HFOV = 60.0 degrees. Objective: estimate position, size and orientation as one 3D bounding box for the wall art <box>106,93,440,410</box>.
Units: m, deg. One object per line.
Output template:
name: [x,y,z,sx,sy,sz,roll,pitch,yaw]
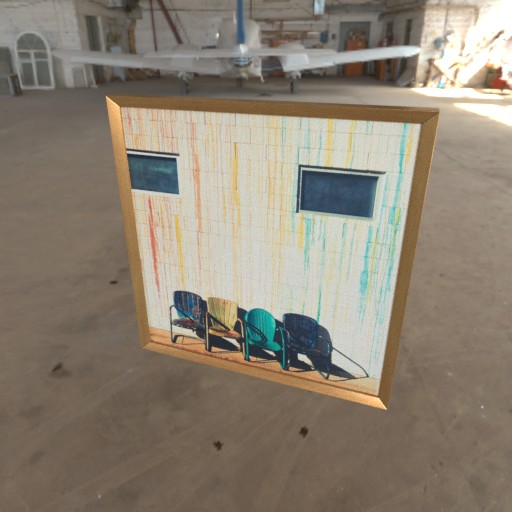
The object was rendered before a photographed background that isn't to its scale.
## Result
wall art: [0.000,0.000,0.455,0.302,0.302,0.019,9,28,18]
